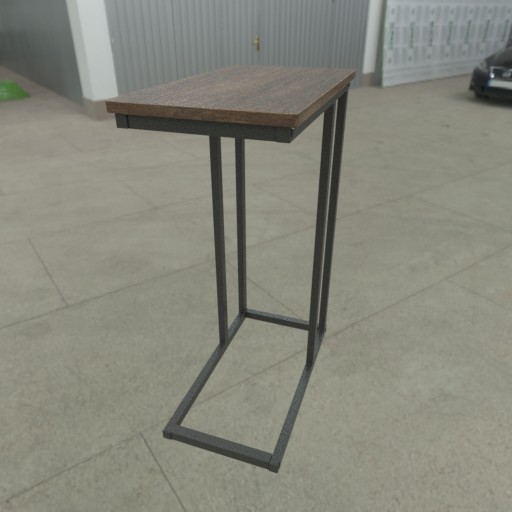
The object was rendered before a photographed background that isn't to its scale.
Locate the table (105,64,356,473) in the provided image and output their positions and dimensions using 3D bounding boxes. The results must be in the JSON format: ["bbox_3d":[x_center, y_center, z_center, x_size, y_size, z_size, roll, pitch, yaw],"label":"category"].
[{"bbox_3d":[0.000,0.000,0.862,0.254,0.637,0.450,10,30,17],"label":"table"}]
